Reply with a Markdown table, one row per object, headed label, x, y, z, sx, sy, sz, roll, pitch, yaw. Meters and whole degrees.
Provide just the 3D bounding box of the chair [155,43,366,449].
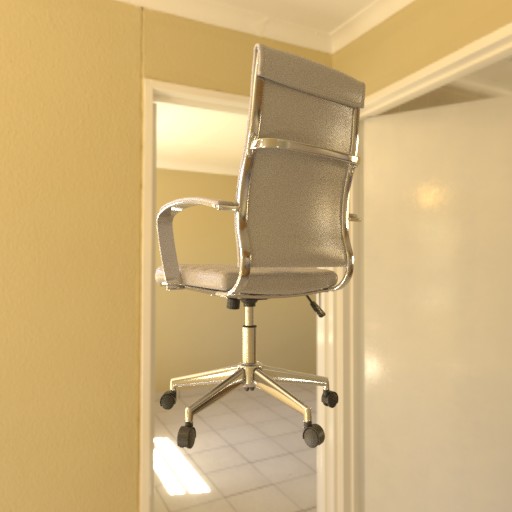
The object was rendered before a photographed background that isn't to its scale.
| label | x | y | z | sx | sy | sz | roll | pitch | yaw |
| --- | --- | --- | --- | --- | --- | --- | --- | --- | --- |
| chair | 0.000 | 0.000 | 1.564 | 0.679 | 1.149 | 0.667 | 1 | -1 | -37 |
